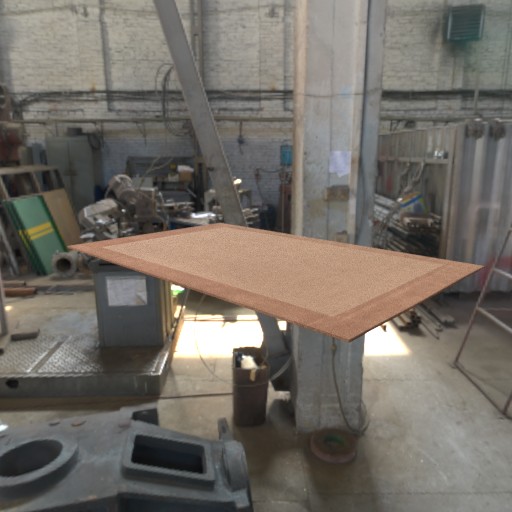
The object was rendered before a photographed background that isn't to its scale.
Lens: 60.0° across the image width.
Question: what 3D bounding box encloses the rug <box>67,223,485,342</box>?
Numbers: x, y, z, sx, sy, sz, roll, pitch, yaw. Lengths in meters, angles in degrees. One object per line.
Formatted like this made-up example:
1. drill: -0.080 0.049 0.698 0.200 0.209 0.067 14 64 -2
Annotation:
1. rug: 0.000 0.000 3.009 2.438 0.014 1.524 12 18 42
